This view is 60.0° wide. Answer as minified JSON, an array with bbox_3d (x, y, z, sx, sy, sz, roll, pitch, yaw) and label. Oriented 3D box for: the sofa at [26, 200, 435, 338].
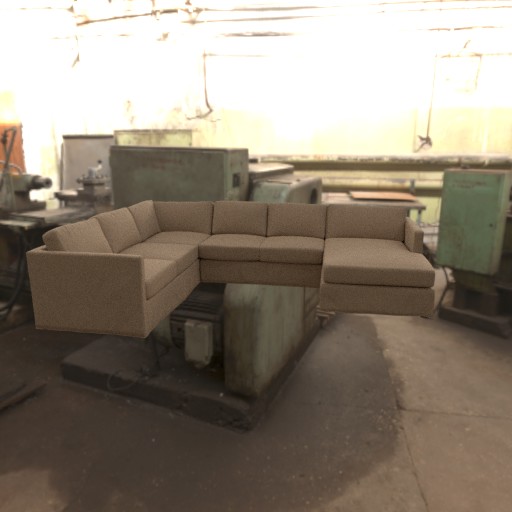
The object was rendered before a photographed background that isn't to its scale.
[{"bbox_3d":[0.000,0.000,4.585,3.460,0.882,2.427,2,14,9],"label":"sofa"}]
